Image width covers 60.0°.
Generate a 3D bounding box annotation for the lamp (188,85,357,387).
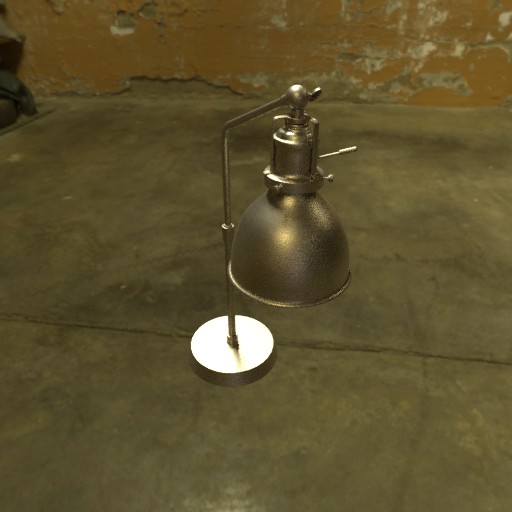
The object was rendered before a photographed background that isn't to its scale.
[{"bbox_3d":[0.000,0.000,0.593,0.153,0.456,0.286,-22,38,-30],"label":"lamp"}]
